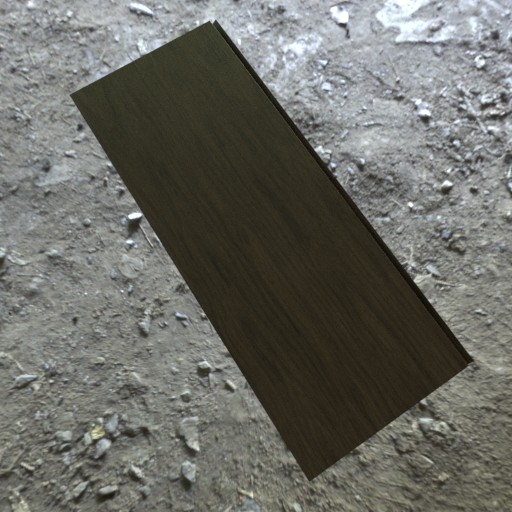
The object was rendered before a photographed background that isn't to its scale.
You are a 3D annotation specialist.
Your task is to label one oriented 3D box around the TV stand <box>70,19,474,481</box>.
[{"bbox_3d":[0.000,0.000,1.282,0.405,0.660,0.990,-32,77,-8],"label":"TV stand"}]
